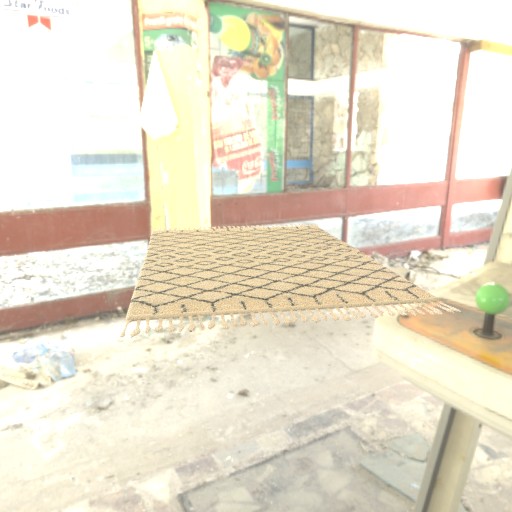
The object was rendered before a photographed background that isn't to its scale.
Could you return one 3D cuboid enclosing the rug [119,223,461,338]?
[{"bbox_3d":[0.000,0.000,3.303,1.664,0.029,2.615,-2,14,-9],"label":"rug"}]
